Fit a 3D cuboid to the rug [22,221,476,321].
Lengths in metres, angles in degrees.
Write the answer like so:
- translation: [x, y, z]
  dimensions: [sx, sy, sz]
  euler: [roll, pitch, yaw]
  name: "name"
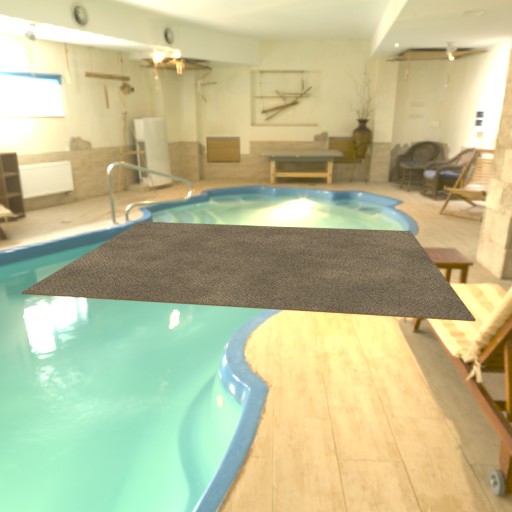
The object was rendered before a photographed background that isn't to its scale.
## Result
- translation: [0.000, 0.000, 2.900]
  dimensions: [2.235, 0.008, 1.600]
  euler: [3, 18, 8]
  name: "rug"
